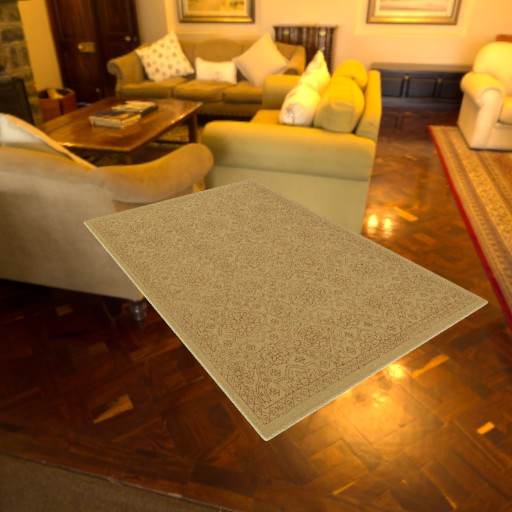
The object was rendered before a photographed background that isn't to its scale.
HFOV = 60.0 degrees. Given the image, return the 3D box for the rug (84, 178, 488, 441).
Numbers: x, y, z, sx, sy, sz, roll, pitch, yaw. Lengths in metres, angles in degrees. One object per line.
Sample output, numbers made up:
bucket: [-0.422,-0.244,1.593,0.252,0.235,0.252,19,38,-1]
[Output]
rug: [0.000,0.000,2.290,1.219,0.010,1.829,-20,36,-30]
